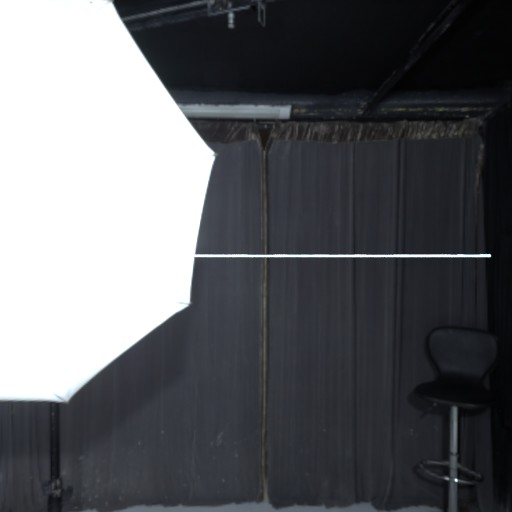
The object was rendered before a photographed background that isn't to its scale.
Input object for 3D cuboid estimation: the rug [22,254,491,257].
[{"bbox_3d":[0.000,0.000,3.060,2.438,0.015,1.518,0,0,-2],"label":"rug"}]
